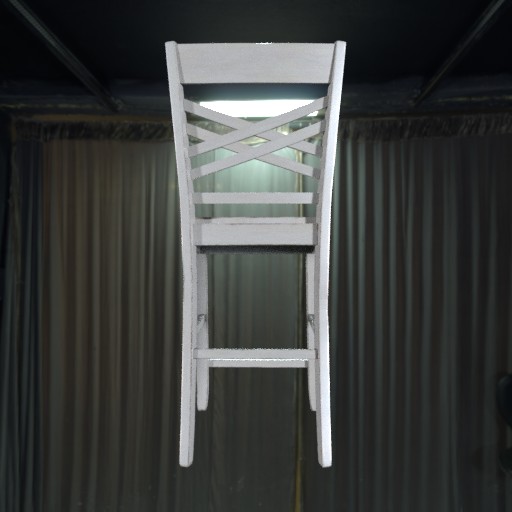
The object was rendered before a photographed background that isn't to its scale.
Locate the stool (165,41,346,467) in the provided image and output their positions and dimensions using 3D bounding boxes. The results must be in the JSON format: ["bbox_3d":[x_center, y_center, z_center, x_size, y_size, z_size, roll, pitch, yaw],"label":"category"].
[{"bbox_3d":[0.000,0.000,1.361,0.462,1.079,0.539,0,-3,0],"label":"stool"}]
